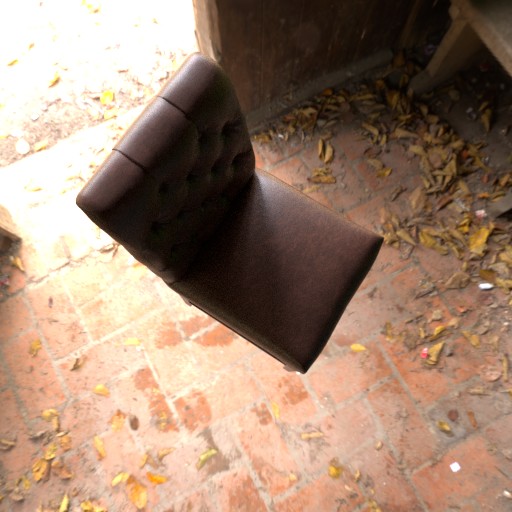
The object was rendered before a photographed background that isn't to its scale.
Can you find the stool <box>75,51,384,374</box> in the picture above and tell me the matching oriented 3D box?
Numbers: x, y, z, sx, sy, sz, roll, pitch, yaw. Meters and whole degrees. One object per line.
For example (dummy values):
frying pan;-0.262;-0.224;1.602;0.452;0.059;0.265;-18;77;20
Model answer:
stool;0.000;0.000;1.449;0.660;1.084;0.486;32;77;8
